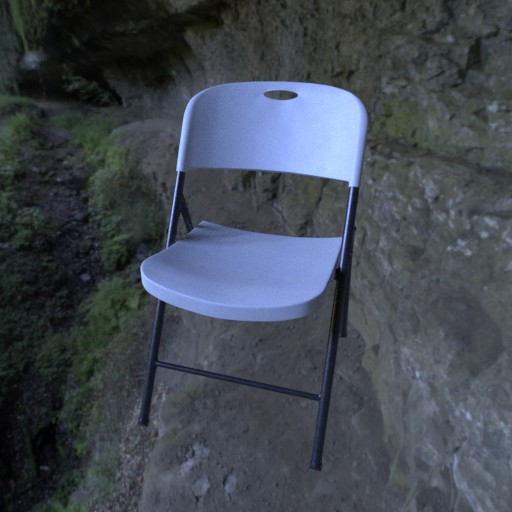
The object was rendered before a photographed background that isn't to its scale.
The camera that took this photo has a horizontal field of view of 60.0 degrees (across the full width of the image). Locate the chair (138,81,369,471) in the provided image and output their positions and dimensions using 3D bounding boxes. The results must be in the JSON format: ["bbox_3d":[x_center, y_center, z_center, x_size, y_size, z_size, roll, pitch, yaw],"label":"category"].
[{"bbox_3d":[0.000,0.000,1.170,0.494,0.810,0.566,8,28,15],"label":"chair"}]
